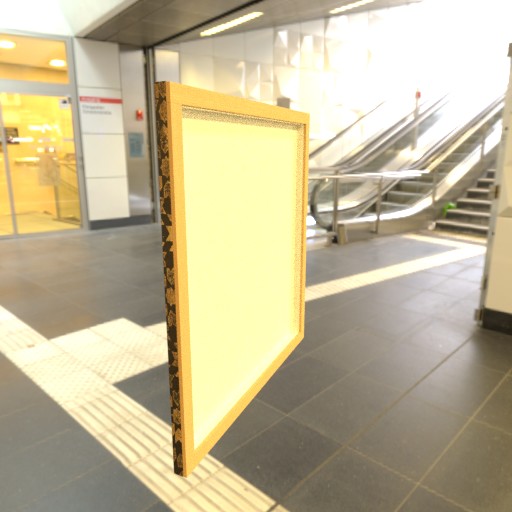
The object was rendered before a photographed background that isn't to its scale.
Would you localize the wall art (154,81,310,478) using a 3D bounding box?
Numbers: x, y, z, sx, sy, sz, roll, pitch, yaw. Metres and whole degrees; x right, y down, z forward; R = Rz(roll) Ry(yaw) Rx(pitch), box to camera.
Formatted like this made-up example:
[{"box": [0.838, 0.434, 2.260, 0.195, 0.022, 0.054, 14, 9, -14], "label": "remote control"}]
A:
[{"box": [0.000, 0.000, 1.388, 0.038, 0.914, 0.914, 6, 15, 23], "label": "wall art"}]
